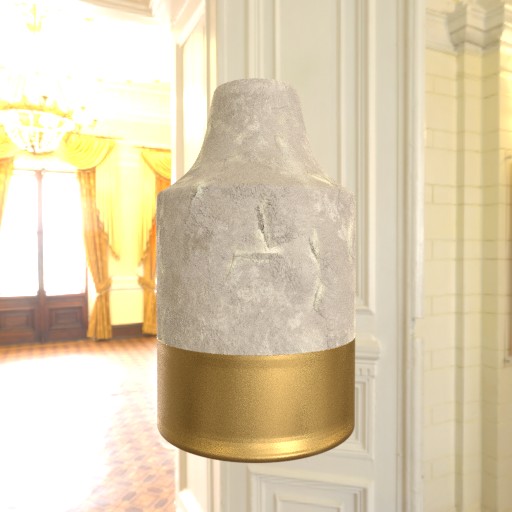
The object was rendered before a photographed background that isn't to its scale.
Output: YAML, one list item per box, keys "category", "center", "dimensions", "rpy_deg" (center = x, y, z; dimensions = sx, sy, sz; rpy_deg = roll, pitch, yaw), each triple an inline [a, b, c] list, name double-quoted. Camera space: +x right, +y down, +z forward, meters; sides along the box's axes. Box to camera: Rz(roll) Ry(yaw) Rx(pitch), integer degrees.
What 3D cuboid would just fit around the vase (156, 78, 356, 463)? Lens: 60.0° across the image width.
- category: "vase"
  center: [0.000, 0.000, 0.419]
  dimensions: [0.184, 0.305, 0.184]
  rpy_deg: [0, 1, 0]
